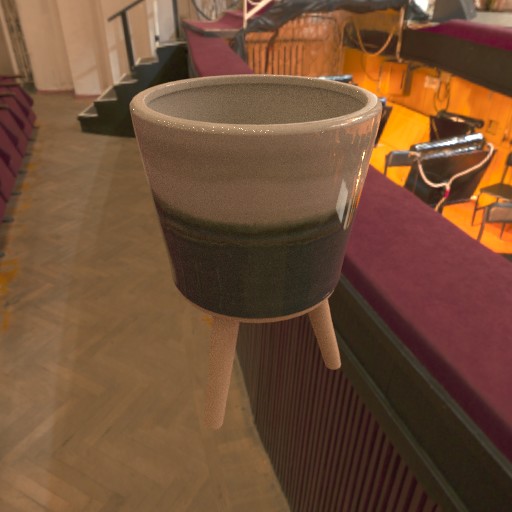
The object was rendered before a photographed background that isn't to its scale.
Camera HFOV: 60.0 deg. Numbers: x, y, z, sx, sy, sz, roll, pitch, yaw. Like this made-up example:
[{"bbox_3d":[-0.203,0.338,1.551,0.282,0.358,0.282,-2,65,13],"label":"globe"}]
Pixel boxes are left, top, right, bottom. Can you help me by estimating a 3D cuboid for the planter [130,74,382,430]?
[{"bbox_3d":[0.000,0.000,0.475,0.217,0.331,0.217,-10,33,-16],"label":"planter"}]
